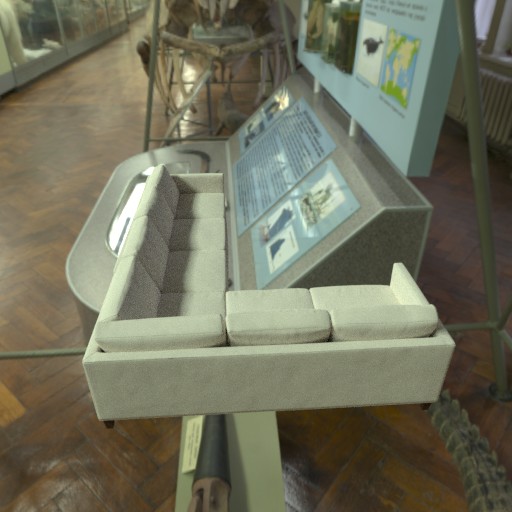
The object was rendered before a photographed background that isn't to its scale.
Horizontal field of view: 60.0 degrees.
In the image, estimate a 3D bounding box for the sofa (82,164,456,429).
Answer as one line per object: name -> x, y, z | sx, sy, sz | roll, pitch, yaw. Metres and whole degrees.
sofa -> 0.000, 0.000, 4.298 | 2.432, 0.863, 3.182 | -2, 32, -3
